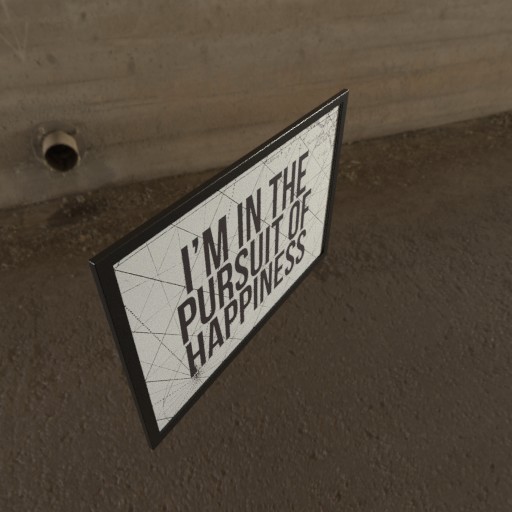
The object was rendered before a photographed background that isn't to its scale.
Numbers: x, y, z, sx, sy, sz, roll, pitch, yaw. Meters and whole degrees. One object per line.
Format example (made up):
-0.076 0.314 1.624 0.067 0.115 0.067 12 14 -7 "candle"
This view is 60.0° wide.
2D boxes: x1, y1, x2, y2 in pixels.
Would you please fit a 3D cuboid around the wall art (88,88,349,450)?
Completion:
0.000 0.000 1.060 0.015 0.552 0.819 24 46 26 "wall art"
